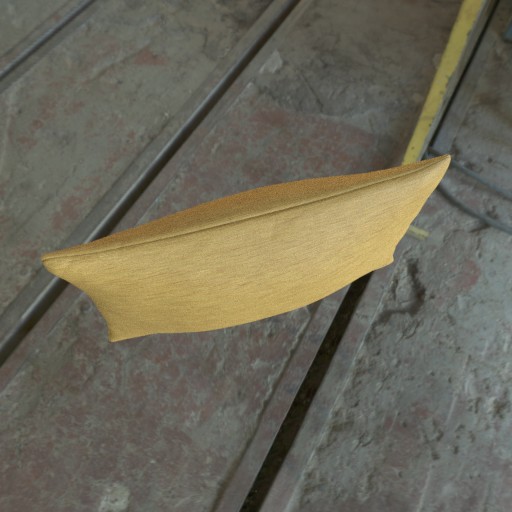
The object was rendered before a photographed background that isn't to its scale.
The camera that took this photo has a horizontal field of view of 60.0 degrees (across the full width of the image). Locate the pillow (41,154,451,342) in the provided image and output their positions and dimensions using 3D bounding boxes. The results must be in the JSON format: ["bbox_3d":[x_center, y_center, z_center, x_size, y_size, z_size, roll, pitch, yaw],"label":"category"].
[{"bbox_3d":[0.000,0.000,0.803,0.634,0.354,0.210,-15,63,-8],"label":"pillow"}]
